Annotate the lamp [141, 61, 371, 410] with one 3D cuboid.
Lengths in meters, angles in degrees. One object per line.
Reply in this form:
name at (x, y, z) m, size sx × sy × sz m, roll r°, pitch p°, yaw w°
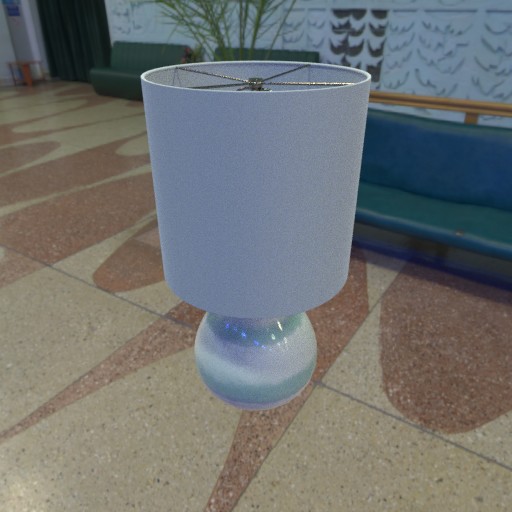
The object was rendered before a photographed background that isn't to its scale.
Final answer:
lamp at (0.000, 0.000, 0.525) m, size 0.217 × 0.404 × 0.217 m, roll 19°, pitch 35°, yaw 30°
